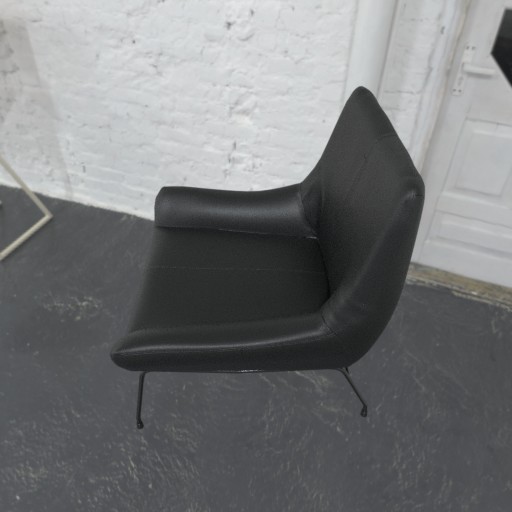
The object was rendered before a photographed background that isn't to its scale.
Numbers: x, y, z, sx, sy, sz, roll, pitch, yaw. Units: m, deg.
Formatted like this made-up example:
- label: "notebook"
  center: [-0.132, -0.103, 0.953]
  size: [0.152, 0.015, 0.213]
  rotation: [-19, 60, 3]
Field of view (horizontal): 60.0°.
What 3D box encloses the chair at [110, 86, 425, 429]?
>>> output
- label: "chair"
  center: [0.000, 0.000, 1.499]
  size: [0.826, 0.922, 0.836]
  rotation: [0, 40, 0]
